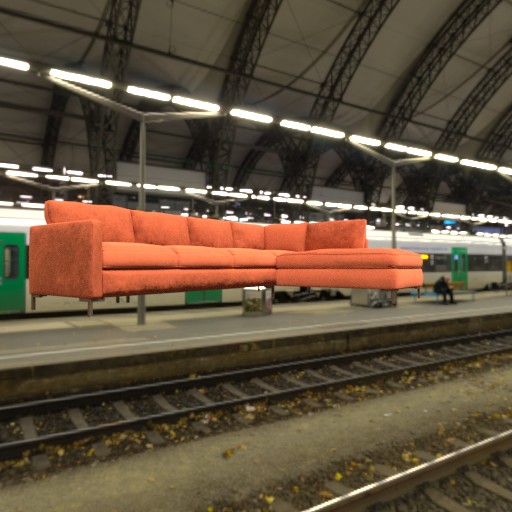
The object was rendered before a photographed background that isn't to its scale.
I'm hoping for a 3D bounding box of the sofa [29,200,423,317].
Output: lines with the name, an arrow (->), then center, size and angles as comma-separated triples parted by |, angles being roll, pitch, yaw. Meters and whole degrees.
sofa -> 0.000, 0.000, 3.538 | 1.879, 0.757, 2.736 | -1, -1, 36
